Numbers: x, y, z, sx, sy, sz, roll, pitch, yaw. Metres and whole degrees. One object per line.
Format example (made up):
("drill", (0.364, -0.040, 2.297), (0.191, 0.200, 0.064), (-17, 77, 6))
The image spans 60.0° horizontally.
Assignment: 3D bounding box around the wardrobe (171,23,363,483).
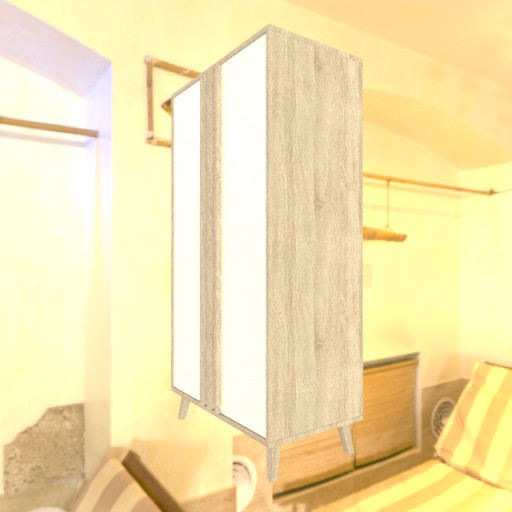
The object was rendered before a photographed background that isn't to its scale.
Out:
("wardrobe", (0.000, 0.000, 2.438), (0.600, 1.960, 1.000), (0, 0, -35))
